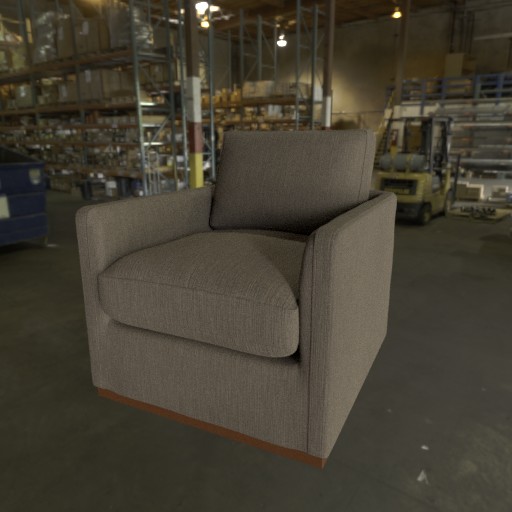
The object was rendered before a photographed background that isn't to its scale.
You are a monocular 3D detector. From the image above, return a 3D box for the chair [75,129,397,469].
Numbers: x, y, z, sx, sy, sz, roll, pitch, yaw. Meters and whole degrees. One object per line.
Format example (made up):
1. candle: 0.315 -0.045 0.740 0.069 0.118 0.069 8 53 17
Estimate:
1. chair: 0.000 0.000 1.461 0.763 0.811 0.834 7 17 25
